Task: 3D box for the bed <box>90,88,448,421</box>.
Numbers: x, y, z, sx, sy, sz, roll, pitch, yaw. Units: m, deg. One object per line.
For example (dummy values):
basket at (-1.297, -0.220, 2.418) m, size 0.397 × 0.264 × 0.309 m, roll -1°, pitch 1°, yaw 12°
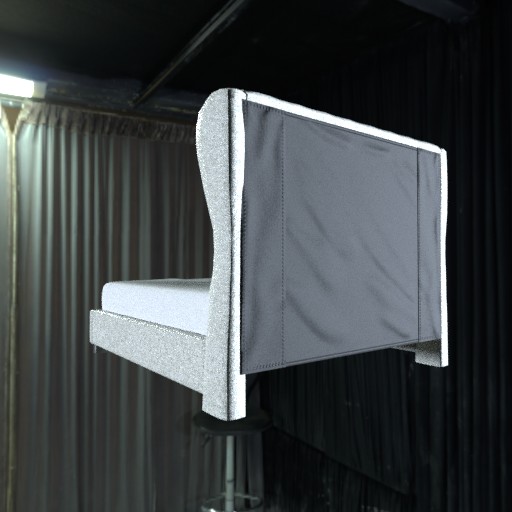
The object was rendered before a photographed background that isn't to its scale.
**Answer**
bed at (0.000, 0.000, 3.877) m, size 2.219 × 1.771 × 2.347 m, roll 1°, pitch -1°, yaw -37°
